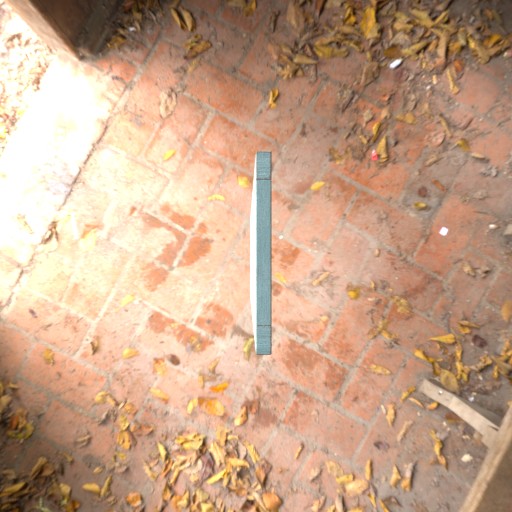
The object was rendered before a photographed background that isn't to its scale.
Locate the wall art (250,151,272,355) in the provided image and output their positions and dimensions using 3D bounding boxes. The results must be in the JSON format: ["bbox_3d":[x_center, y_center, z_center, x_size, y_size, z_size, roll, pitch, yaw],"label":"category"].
[{"bbox_3d":[0.000,0.000,1.324,0.025,1.219,0.329,0,90,-1],"label":"wall art"}]
